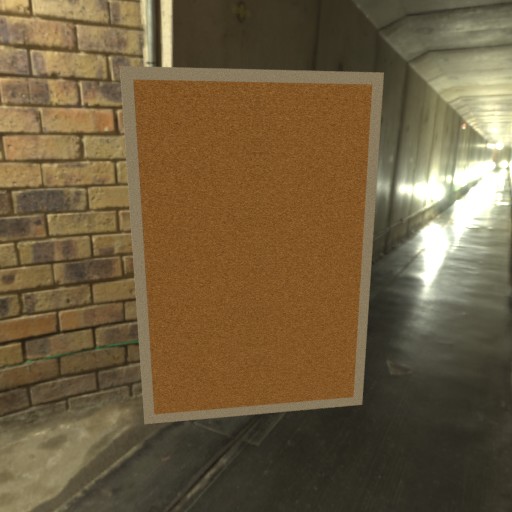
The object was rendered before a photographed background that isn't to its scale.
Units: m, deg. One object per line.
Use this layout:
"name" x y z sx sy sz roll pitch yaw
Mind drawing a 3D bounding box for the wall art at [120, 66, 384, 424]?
"wall art" 0.000 0.000 0.845 0.450 0.657 0.038 -2 14 -8
